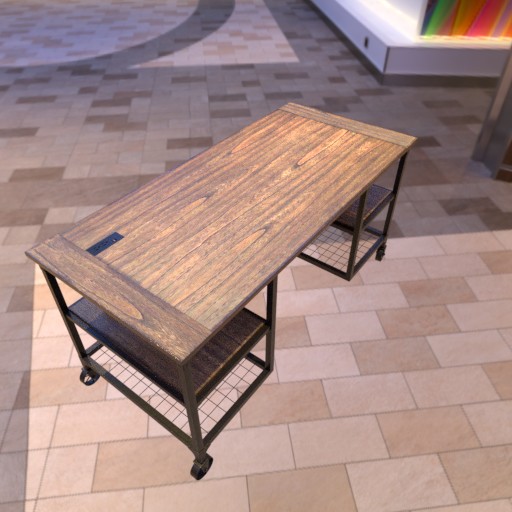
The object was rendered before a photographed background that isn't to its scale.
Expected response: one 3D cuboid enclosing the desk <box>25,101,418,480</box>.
[{"bbox_3d":[0.000,0.000,1.996,0.711,0.751,1.590,26,48,27],"label":"desk"}]
